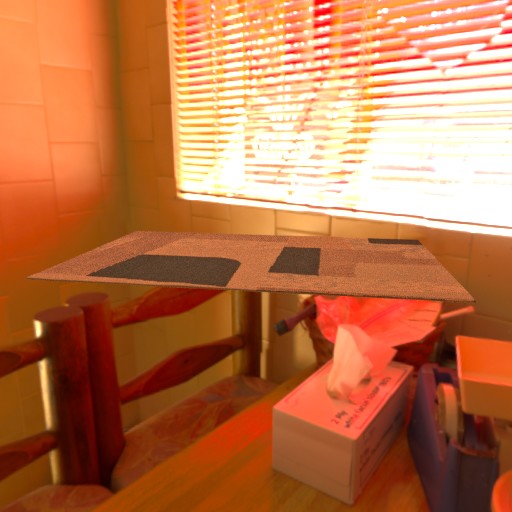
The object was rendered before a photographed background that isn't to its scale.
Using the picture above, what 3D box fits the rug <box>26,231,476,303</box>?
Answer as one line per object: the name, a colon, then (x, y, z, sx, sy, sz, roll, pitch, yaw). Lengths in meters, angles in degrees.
rug: (0.000, 0.000, 3.079, 2.436, 0.015, 1.521, 2, 14, 9)
